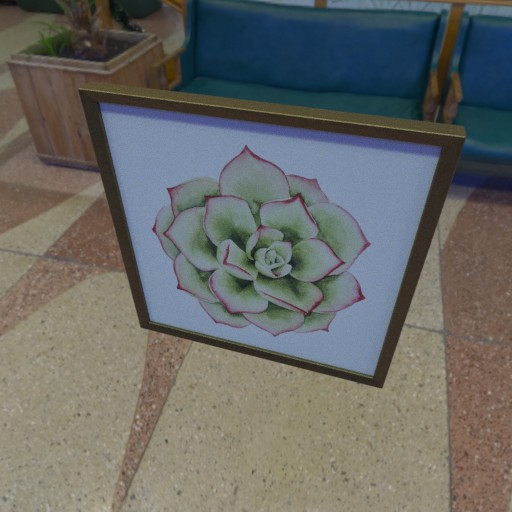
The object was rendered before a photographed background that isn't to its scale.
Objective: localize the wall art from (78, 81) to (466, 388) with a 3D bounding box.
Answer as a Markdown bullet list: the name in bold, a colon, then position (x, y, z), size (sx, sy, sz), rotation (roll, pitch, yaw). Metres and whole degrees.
- **wall art**: position (0.000, 0.000, 0.729), size (0.503, 0.506, 0.031), rotation (11, 42, 13)
